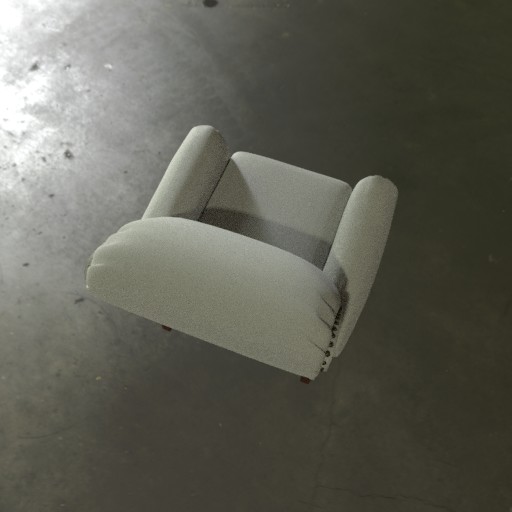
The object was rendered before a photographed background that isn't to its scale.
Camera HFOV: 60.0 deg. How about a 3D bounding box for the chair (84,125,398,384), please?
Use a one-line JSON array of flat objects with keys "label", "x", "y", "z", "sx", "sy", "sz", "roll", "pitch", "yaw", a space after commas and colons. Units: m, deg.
[{"label": "chair", "x": 0.000, "y": 0.000, "z": 1.648, "sx": 0.854, "sy": 0.927, "sz": 0.890, "roll": 19, "pitch": 64, "yaw": 9}]
